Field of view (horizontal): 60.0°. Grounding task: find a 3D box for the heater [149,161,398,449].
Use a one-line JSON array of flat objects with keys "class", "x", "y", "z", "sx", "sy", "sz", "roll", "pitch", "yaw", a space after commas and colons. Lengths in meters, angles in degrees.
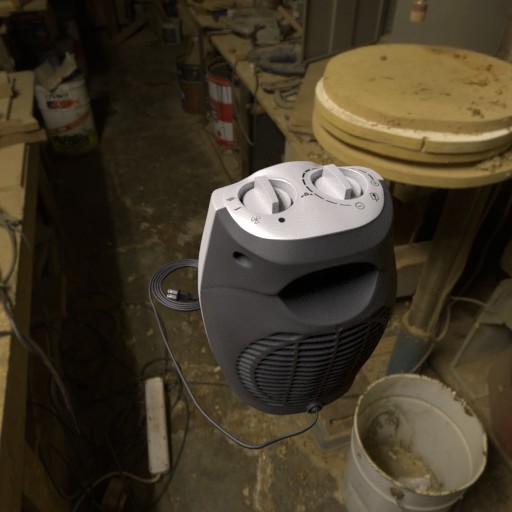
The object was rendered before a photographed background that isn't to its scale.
[{"class": "heater", "x": 0.000, "y": 0.000, "z": 0.467, "sx": 0.239, "sy": 0.240, "sz": 0.291, "roll": -12, "pitch": 44, "yaw": -13}]
